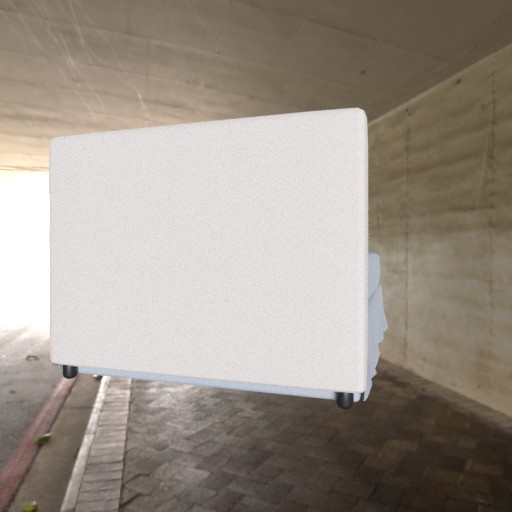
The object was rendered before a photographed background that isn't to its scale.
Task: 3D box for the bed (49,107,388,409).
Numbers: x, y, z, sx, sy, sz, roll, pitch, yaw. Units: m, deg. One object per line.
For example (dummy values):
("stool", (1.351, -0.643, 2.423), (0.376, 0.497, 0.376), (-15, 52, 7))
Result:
("bed", (0.000, 0.000, 3.150), (1.748, 1.330, 2.142), (0, 1, 18))
